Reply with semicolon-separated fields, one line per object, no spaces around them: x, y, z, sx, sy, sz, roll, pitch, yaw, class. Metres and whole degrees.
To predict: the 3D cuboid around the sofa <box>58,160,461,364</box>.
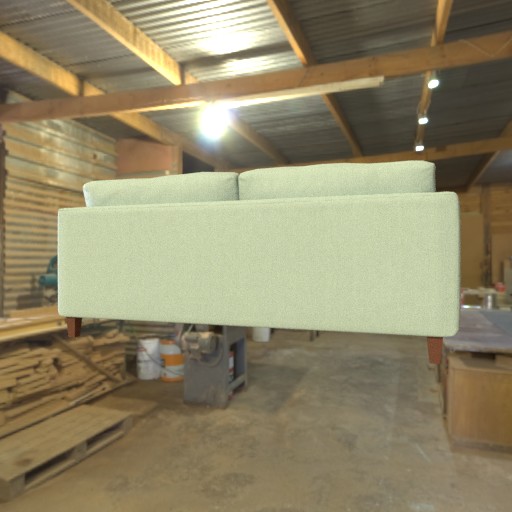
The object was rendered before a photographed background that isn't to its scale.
0.000;0.000;2.715;2.208;0.965;0.951;0;0;19;sofa
